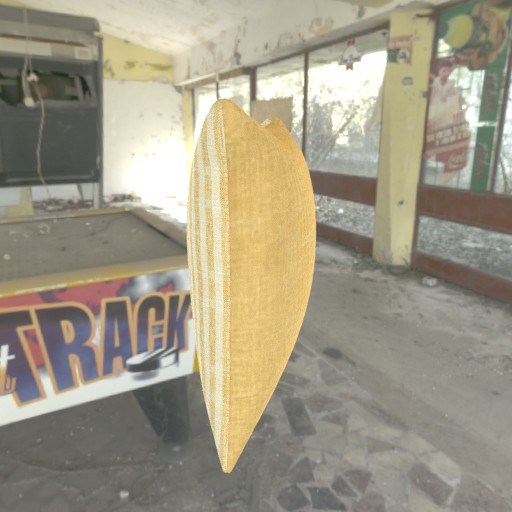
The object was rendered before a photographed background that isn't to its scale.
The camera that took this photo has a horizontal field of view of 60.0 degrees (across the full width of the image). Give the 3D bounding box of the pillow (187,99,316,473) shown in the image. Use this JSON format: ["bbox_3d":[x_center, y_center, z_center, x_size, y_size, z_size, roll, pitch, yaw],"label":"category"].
[{"bbox_3d":[0.000,0.000,0.653,0.173,0.407,0.419,2,15,9],"label":"pillow"}]
